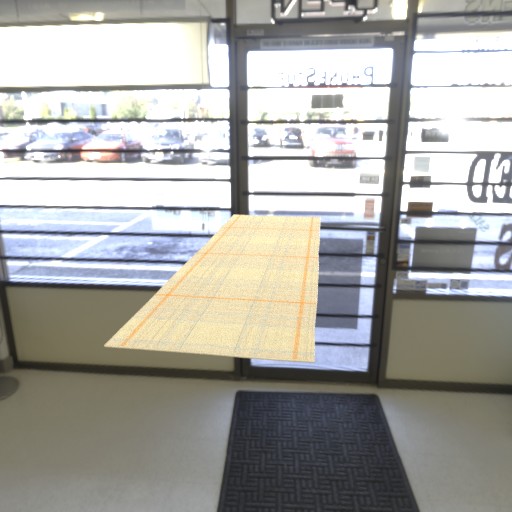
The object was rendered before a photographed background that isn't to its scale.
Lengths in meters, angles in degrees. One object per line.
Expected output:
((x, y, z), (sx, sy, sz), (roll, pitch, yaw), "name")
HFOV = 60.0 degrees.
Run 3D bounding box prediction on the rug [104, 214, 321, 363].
((0.000, 0.000, 2.727), (0.770, 0.016, 2.442), (2, 17, 8), "rug")
